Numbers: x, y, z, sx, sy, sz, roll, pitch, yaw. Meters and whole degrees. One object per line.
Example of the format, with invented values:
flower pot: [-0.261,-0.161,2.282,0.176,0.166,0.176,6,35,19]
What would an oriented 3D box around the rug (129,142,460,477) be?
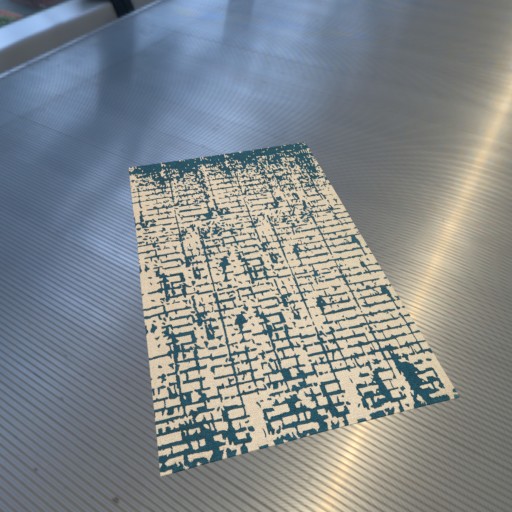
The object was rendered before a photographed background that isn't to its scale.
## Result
rug: [0.000,0.000,2.935,1.517,0.011,2.435,-11,48,-10]
